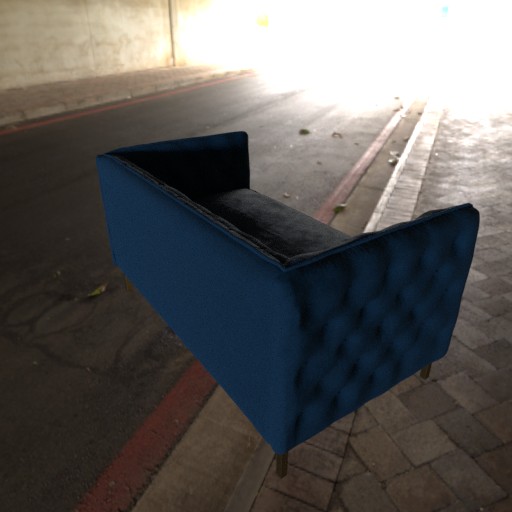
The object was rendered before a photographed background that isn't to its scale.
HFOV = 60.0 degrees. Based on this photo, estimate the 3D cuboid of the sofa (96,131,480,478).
[{"bbox_3d":[0.000,0.000,2.051,0.909,0.810,1.583,-18,32,-30],"label":"sofa"}]
